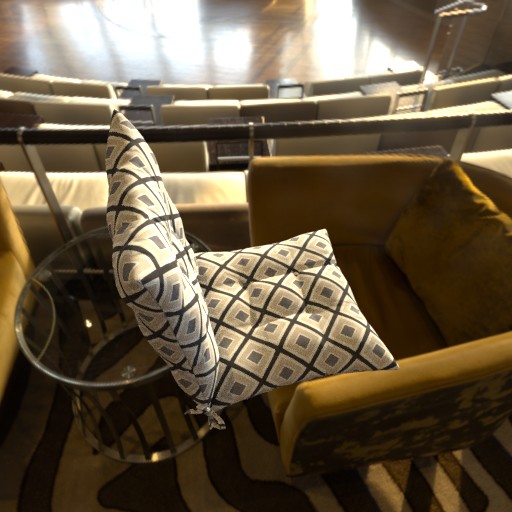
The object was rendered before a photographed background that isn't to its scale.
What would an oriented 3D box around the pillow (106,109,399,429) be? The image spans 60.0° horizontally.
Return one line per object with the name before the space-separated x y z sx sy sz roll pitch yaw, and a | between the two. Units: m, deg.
pillow | 0.000 0.000 1.015 0.585 0.536 0.541 -11 47 -10
